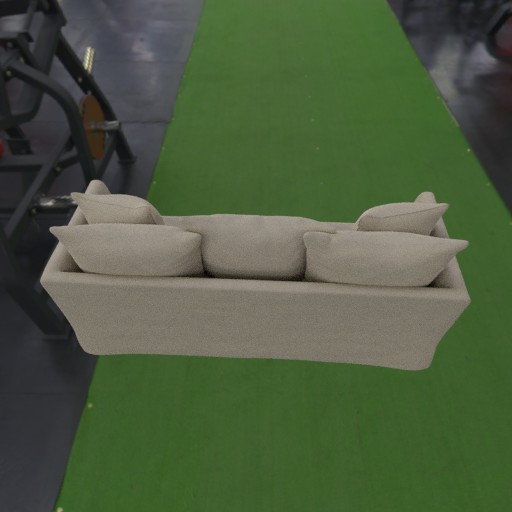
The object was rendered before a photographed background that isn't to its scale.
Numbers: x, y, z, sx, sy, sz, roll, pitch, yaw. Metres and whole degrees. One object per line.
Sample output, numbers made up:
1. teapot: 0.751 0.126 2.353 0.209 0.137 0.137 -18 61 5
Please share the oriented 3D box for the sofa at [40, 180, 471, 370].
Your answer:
1. sofa: 0.000 0.000 3.031 2.499 1.047 1.046 2 46 2
